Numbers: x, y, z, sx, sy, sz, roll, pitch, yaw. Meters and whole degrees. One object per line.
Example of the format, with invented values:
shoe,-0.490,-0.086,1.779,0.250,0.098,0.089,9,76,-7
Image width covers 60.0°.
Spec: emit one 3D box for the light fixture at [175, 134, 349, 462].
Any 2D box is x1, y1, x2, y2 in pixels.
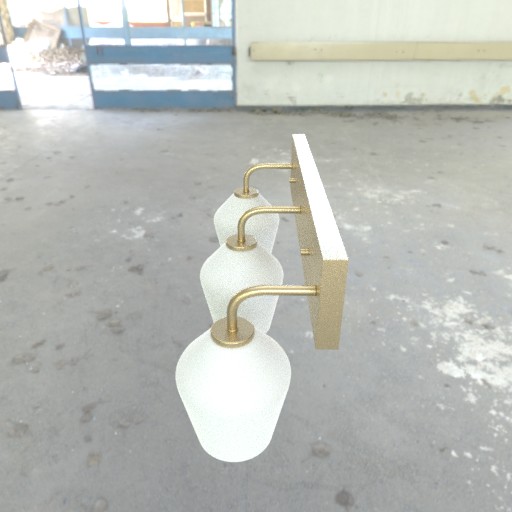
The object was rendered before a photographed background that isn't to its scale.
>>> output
light fixture,0.000,0.000,0.736,0.190,0.280,0.609,0,28,1
